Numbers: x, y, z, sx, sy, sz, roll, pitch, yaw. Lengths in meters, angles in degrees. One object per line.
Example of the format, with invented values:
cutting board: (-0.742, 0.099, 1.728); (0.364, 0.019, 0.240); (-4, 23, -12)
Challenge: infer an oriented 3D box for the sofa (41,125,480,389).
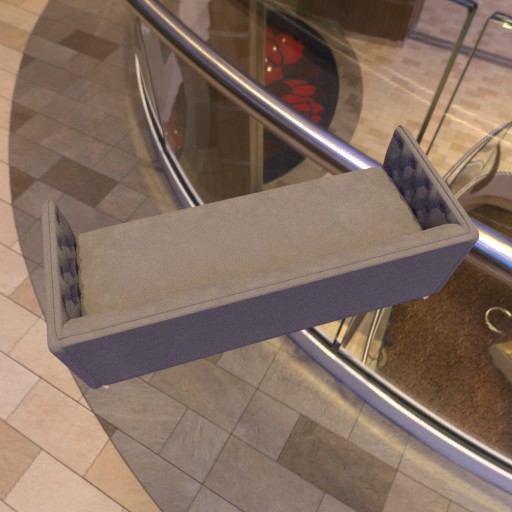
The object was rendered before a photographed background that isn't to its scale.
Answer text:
sofa: (0.000, 0.000, 2.637); (2.209, 0.771, 0.895); (-14, 59, -9)
